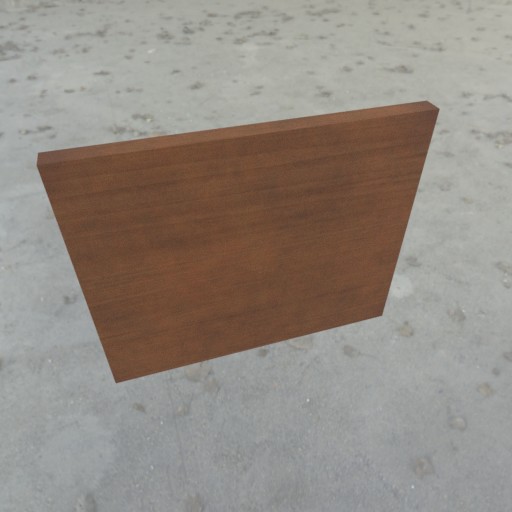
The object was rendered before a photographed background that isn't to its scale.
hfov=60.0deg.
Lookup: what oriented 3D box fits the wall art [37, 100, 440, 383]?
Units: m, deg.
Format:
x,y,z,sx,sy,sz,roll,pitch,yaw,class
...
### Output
x,y,z,sx,sy,sz,roll,pitch,yaw,class
0.000,0.000,0.752,0.558,0.457,0.033,-12,42,-13,wall art
